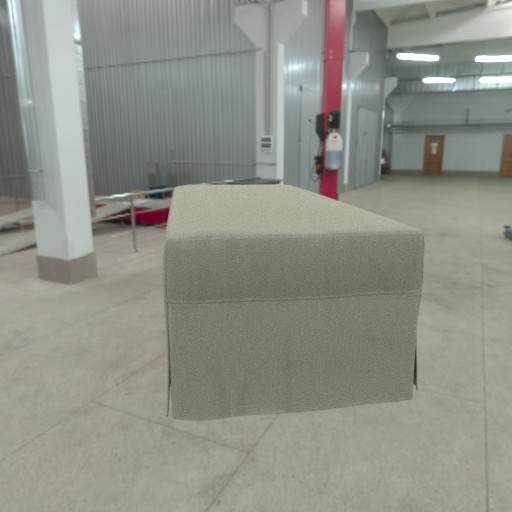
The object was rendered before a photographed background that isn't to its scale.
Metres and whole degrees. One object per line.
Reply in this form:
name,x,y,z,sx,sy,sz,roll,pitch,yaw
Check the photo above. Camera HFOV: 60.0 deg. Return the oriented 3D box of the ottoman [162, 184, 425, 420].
ottoman,0.000,0.000,1.693,0.665,0.457,1.388,-2,14,-9
